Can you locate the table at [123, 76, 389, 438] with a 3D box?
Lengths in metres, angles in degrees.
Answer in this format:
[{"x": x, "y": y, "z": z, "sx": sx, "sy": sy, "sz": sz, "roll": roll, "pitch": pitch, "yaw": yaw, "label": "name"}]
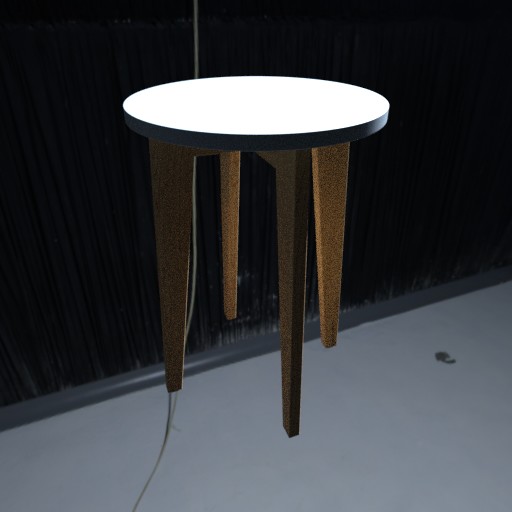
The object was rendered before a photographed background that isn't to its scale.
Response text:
[{"x": 0.000, "y": 0.000, "z": 0.731, "sx": 0.350, "sy": 0.500, "sz": 0.350, "roll": 0, "pitch": 31, "yaw": 0, "label": "table"}]
